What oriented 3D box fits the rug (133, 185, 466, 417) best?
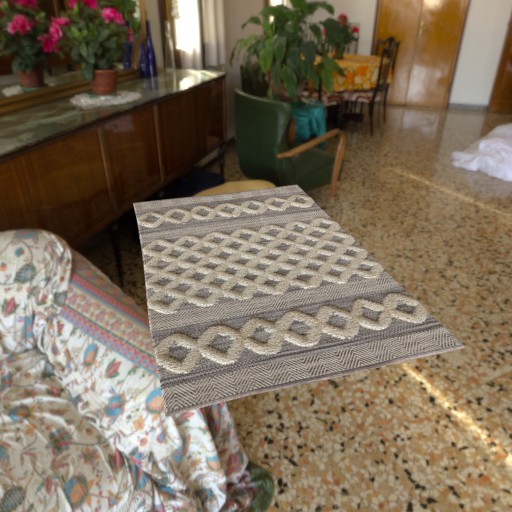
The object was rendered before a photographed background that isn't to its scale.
[{"bbox_3d":[0.000,0.000,3.007,1.513,0.033,2.333,-9,31,-14],"label":"rug"}]
